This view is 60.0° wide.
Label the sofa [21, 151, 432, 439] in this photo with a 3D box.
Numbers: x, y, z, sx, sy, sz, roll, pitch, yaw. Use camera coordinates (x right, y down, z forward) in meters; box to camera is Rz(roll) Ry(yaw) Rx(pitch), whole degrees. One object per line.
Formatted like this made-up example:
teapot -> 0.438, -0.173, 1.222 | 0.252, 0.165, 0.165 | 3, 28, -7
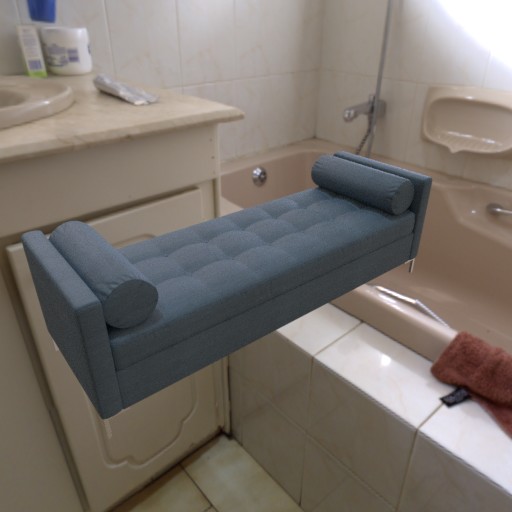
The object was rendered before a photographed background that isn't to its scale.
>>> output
sofa -> 0.000, 0.000, 2.295 | 1.981, 0.635, 0.686 | -21, 36, -33
